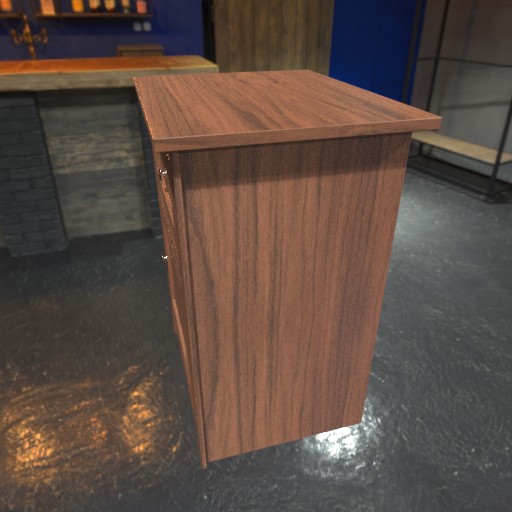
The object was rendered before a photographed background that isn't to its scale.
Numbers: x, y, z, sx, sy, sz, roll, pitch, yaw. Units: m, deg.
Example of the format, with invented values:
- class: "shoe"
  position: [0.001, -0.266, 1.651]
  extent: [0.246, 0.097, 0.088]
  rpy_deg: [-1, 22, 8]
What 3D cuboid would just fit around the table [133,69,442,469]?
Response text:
- class: "table"
  position: [0.000, 0.000, 0.906]
  extent: [0.381, 0.636, 0.480]
  rpy_deg: [-8, 31, -14]
